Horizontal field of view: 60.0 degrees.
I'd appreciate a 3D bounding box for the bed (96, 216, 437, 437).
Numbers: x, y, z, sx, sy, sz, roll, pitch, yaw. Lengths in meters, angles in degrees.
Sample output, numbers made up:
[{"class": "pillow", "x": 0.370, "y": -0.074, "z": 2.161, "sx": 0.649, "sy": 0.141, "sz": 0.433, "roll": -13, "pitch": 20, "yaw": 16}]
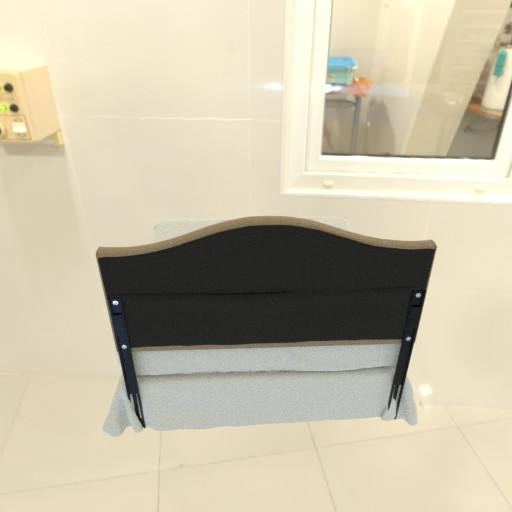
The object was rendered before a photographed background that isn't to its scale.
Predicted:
[{"class": "bed", "x": 0.000, "y": 0.000, "z": 3.736, "sx": 2.311, "sy": 1.651, "sz": 2.222, "roll": -1, "pitch": 30, "yaw": -2}]
